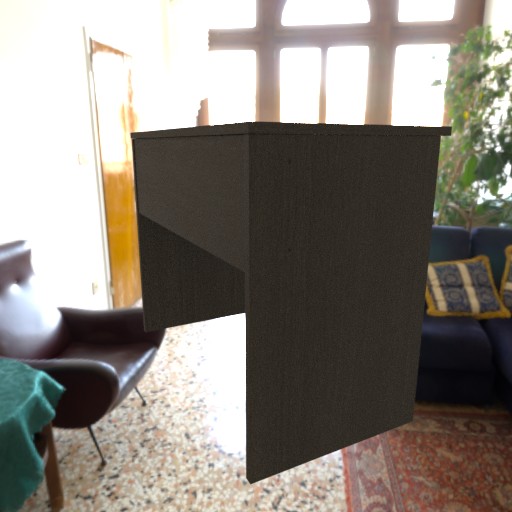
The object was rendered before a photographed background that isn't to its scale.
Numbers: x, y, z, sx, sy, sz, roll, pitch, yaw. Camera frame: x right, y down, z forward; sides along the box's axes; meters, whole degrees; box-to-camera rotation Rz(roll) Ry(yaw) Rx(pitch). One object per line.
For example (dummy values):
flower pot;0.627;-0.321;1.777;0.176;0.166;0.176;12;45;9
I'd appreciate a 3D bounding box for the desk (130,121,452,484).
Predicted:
desk;0.000;0.000;1.326;0.498;0.724;0.893;-7;16;-27
